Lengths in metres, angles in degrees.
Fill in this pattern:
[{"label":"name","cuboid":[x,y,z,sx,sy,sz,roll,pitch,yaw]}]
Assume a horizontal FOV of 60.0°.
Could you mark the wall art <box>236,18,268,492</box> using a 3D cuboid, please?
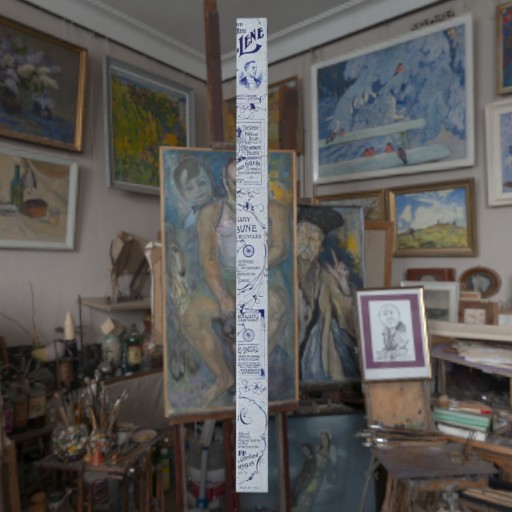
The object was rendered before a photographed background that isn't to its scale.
[{"label":"wall art","cuboid":[0.000,0.000,0.478,0.025,0.376,0.255,0,-1,1]}]
